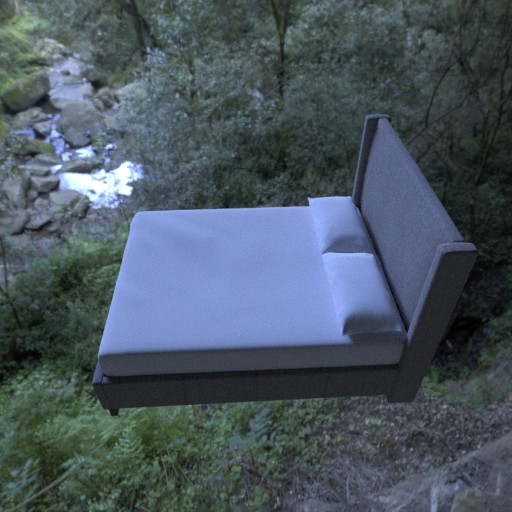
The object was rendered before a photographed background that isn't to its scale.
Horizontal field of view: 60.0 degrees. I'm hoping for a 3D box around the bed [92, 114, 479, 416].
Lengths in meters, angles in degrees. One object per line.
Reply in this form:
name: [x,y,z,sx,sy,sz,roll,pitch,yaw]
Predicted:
bed: [0.000,0.000,3.371,2.245,1.476,1.714,-2,41,-2]
